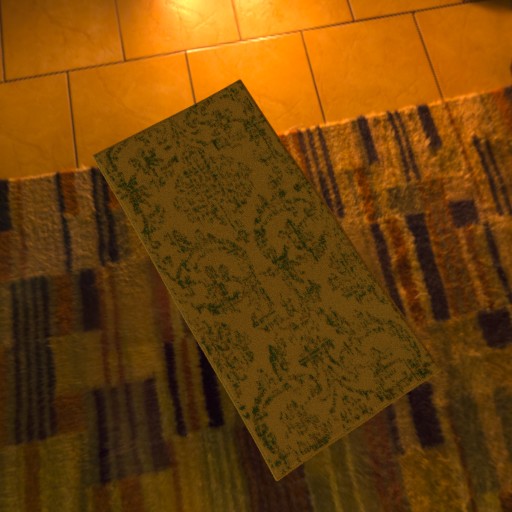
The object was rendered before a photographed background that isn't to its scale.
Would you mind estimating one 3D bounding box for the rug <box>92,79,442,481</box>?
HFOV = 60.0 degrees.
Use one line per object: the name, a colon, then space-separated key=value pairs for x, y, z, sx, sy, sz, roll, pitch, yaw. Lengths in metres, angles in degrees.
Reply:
rug: x=0.000 y=0.000 z=1.460 sx=0.605 sy=0.007 sz=1.220 roll=-31 pitch=77 yaw=-8
